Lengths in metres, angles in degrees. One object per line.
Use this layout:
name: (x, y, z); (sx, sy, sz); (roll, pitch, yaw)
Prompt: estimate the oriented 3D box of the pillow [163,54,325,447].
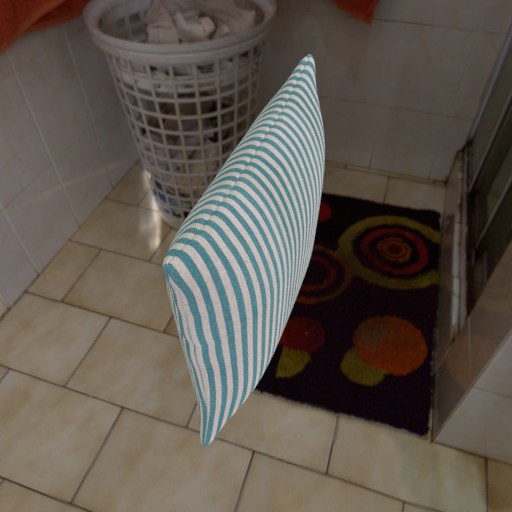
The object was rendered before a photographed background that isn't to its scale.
pillow: (0.000, 0.000, 0.784); (0.166, 0.510, 0.523); (15, 49, 14)
